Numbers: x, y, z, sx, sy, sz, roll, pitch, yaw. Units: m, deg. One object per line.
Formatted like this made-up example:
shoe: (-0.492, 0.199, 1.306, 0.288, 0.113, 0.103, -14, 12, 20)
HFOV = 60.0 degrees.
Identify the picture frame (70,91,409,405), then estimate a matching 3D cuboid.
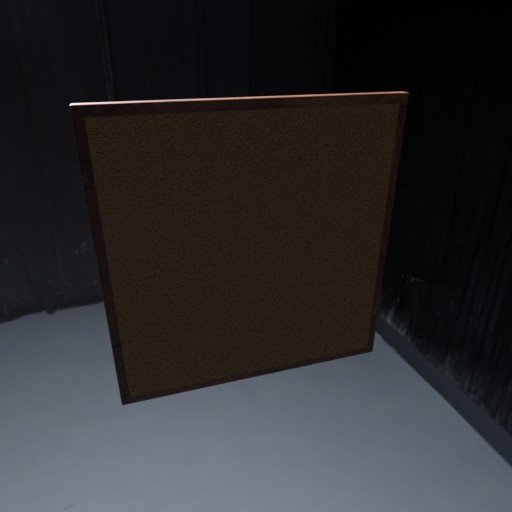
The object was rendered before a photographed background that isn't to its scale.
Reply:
picture frame: (0.000, 0.000, 1.206, 0.810, 0.817, 0.029, -8, 27, -16)
